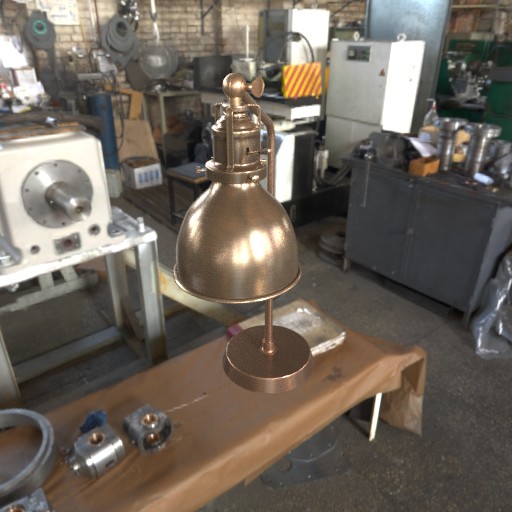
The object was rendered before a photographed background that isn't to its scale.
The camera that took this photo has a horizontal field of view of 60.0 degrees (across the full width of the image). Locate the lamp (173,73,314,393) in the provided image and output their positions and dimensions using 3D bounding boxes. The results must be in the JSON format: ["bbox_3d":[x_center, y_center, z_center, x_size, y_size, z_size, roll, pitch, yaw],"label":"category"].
[{"bbox_3d":[0.000,0.000,0.584,0.153,0.456,0.286,8,28,16],"label":"lamp"}]
